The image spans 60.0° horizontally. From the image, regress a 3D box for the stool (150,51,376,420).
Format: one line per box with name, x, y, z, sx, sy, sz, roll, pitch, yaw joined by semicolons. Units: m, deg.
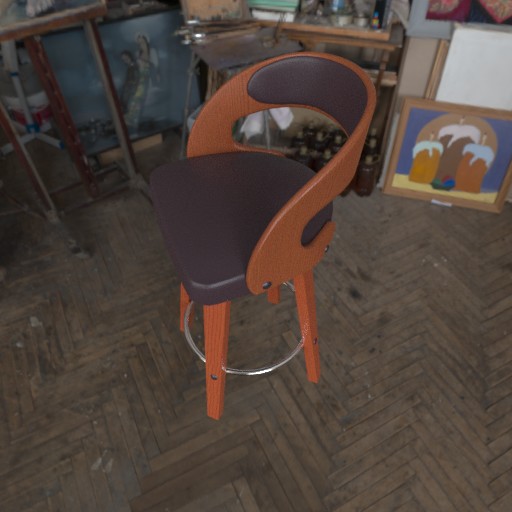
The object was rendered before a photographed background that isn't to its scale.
stool;0.000;0.000;1.178;0.457;0.940;0.457;-16;49;-14
